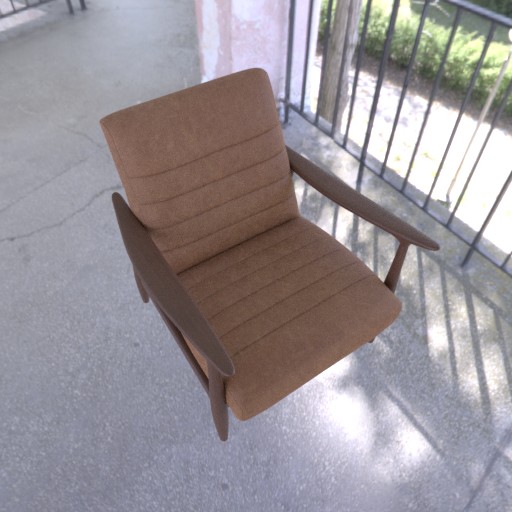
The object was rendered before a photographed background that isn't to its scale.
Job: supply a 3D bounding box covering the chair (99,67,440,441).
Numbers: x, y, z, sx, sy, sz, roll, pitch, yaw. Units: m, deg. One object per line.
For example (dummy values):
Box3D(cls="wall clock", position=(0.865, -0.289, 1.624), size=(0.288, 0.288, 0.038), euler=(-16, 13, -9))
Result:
Box3D(cls="chair", position=(0.000, 0.000, 1.435), size=(0.741, 0.832, 0.798), euler=(-27, 53, -22))
